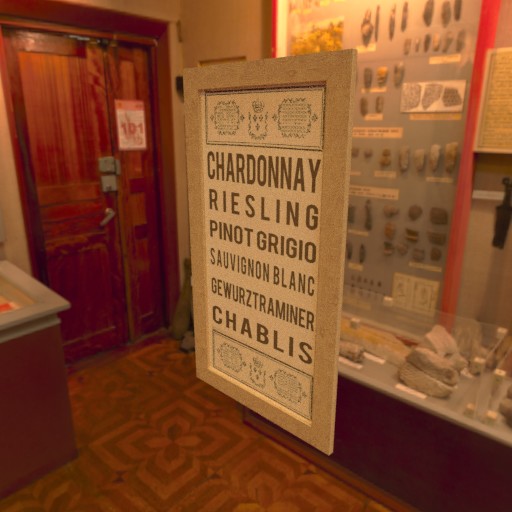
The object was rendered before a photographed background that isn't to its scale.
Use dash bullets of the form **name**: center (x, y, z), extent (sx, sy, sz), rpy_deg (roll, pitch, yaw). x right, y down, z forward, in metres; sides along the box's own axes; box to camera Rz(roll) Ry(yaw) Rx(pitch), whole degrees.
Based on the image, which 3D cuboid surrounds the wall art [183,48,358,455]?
- **wall art**: center (0.000, 0.000, 0.842), extent (0.381, 0.683, 0.013), rpy_deg (15, 23, 41)
